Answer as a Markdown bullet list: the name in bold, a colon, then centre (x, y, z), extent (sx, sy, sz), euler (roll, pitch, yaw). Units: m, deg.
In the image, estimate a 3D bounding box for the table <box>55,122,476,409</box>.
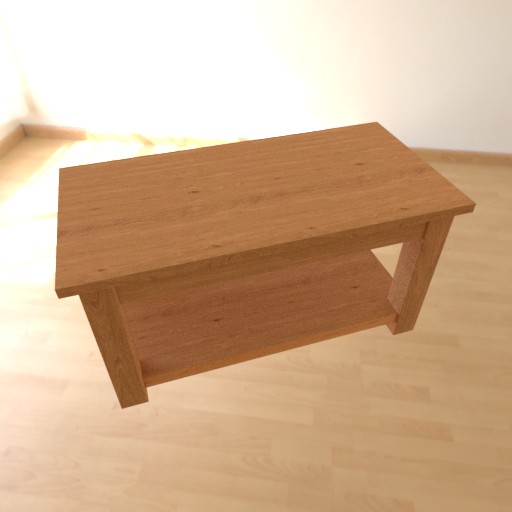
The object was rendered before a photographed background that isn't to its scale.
- **table**: centre (0.000, 0.000, 1.206), extent (0.899, 0.452, 0.450), euler (-12, 43, -13)
